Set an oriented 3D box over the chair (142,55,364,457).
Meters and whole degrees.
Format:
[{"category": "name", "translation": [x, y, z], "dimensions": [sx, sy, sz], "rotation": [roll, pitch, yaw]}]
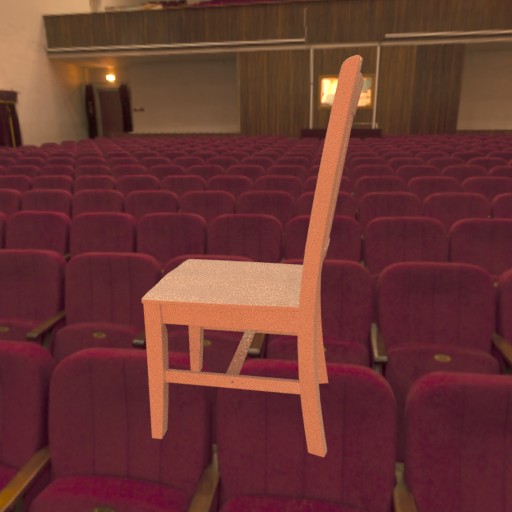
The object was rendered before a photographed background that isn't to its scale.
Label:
[{"category": "chair", "translation": [0.000, 0.000, 1.295], "dimensions": [0.555, 0.998, 0.450], "rotation": [2, 15, 9]}]
